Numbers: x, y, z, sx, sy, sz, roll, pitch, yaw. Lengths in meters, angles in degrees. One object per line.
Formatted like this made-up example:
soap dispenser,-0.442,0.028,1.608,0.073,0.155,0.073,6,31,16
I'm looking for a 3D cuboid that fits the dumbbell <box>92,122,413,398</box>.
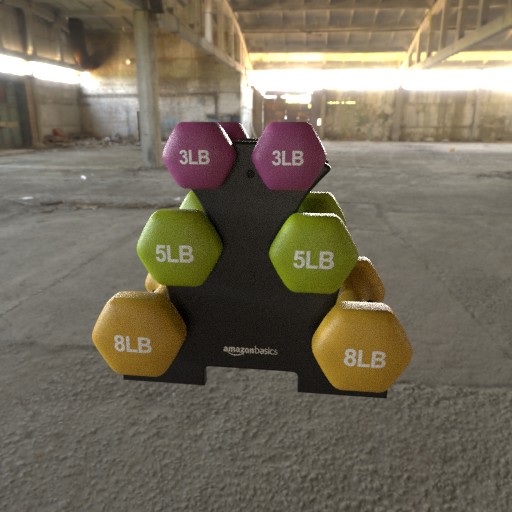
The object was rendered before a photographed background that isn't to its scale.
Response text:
dumbbell,0.000,0.000,0.468,0.300,0.271,0.190,2,17,7
